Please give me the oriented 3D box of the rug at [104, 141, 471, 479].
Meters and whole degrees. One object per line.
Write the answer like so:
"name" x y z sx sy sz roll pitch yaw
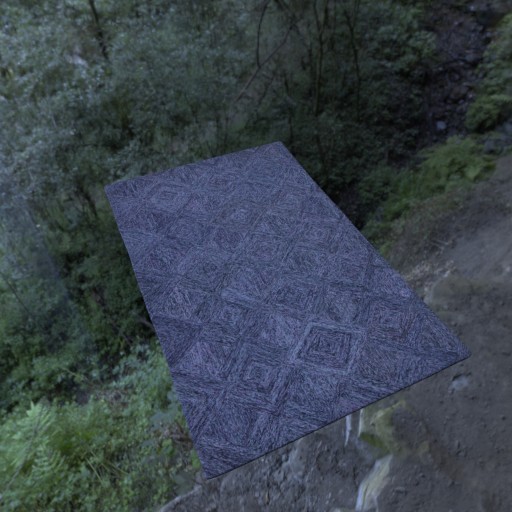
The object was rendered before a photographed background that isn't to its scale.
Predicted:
"rug" 0.000 0.000 2.185 1.158 0.013 1.752 -18 49 -17
